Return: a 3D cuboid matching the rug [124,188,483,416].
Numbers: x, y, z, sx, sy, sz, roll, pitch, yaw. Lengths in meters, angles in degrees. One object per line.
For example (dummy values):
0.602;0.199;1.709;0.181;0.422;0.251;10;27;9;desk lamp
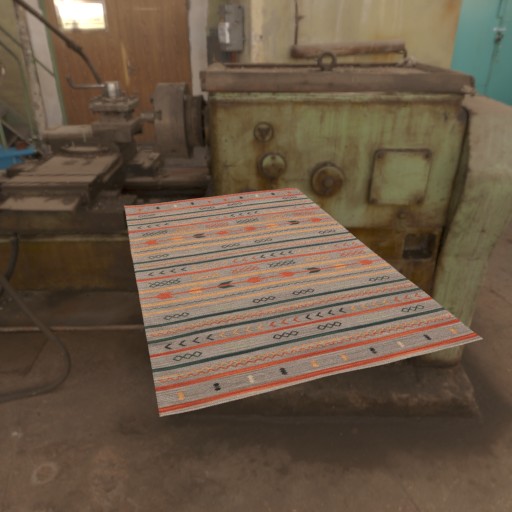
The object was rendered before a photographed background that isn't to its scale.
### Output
0.000;0.000;2.290;1.220;0.017;1.835;-9;29;-16;rug
